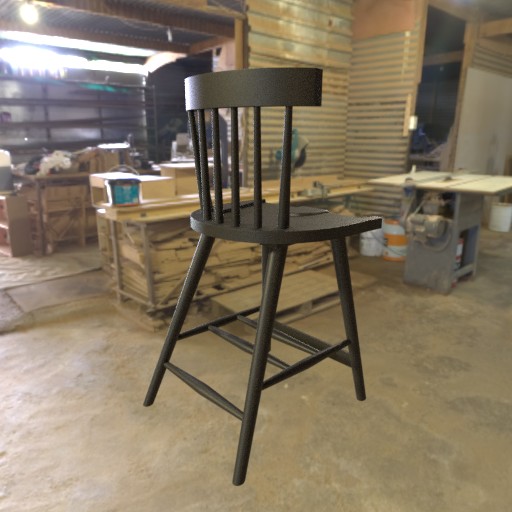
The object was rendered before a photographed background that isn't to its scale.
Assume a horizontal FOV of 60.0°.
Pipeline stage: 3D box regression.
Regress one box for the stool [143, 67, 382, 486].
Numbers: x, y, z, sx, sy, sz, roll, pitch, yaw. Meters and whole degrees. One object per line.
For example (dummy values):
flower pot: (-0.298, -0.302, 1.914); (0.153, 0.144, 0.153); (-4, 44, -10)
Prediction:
stool: (0.000, 0.000, 1.272); (0.549, 0.953, 0.494); (-14, 21, -41)
